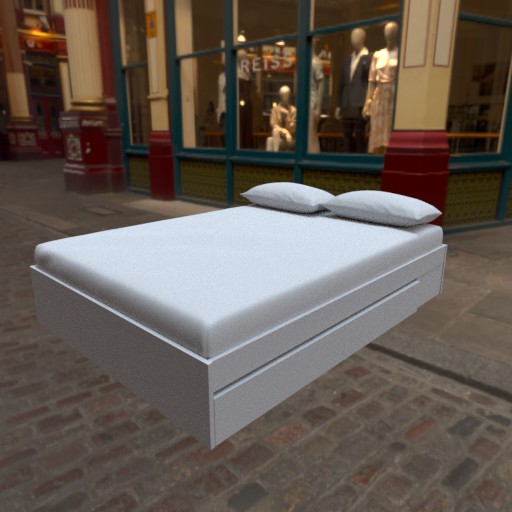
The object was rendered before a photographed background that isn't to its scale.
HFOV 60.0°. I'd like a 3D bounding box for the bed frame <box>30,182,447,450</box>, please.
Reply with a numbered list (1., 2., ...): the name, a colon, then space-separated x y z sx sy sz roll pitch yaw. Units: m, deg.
1. bed frame: 0.000 0.000 2.540 1.450 0.629 1.950 15 23 41
